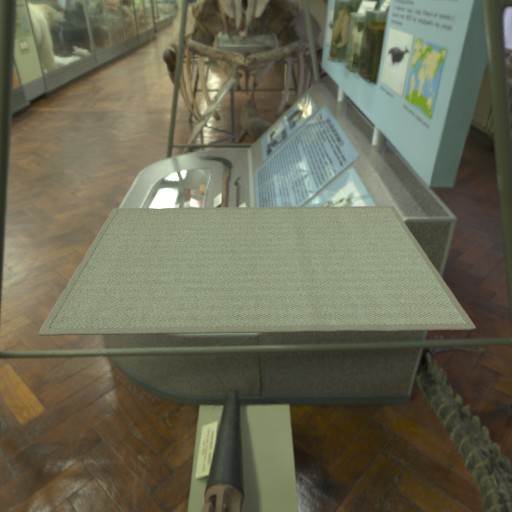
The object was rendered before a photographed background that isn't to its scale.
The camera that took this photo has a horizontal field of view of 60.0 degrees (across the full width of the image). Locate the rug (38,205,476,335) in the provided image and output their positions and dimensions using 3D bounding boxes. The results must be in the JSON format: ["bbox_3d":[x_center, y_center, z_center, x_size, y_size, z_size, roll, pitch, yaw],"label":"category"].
[{"bbox_3d":[0.000,0.000,2.963,2.290,0.021,1.540,-1,31,-1],"label":"rug"}]
